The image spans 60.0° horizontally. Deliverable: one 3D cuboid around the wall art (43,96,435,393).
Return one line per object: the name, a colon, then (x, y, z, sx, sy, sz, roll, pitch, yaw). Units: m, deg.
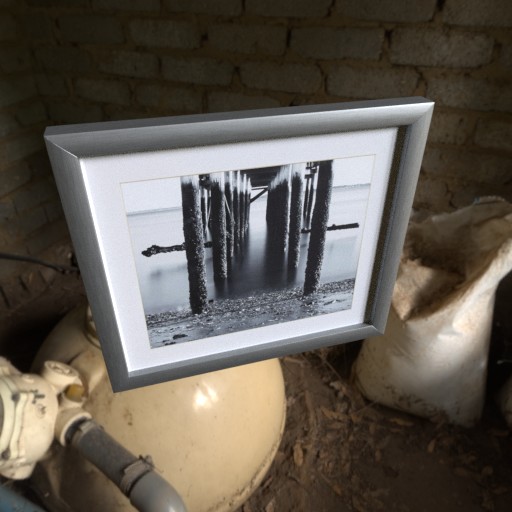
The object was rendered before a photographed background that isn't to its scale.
wall art: (0.000, 0.000, 0.519, 0.380, 0.330, 0.028, -9, 35, -13)
